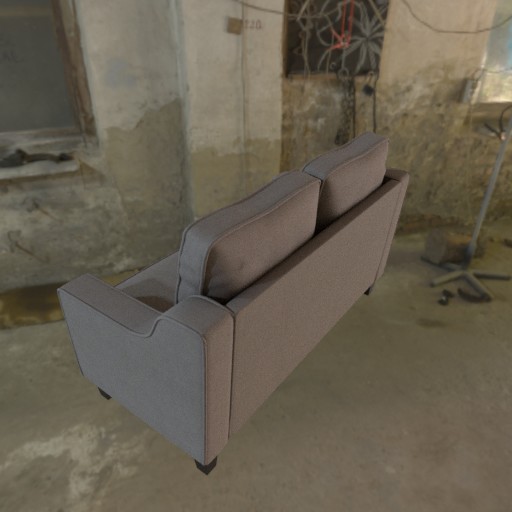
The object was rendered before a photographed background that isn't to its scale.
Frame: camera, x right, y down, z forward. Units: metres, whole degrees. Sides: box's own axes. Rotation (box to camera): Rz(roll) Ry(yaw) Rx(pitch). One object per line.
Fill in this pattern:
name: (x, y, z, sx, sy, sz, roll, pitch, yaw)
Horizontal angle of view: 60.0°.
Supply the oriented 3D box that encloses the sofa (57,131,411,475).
sofa: (0.000, 0.000, 2.000, 0.791, 0.948, 1.500, 21, 37, 31)
